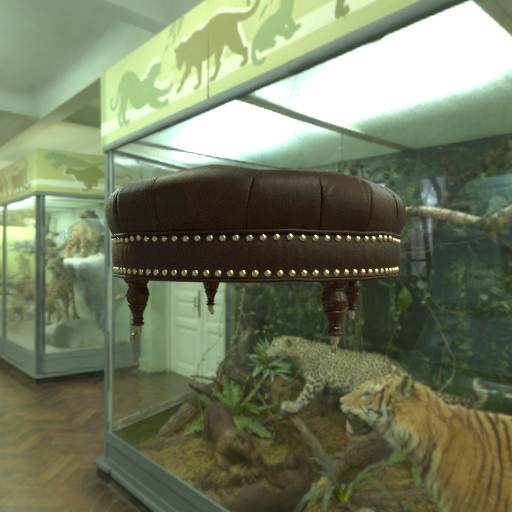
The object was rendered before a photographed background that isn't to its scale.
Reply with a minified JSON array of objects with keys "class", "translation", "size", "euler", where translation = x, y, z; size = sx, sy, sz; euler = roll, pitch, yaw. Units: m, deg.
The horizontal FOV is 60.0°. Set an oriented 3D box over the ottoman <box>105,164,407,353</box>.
[{"class":"ottoman","translation":[0.000,0.000,1.382],"size":[0.901,0.455,0.901],"euler":[0,0,0]}]
